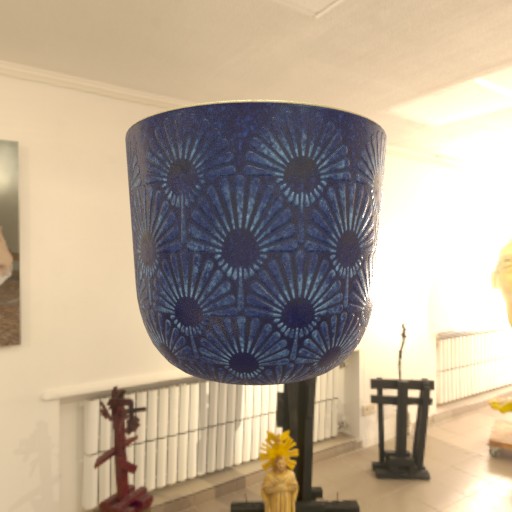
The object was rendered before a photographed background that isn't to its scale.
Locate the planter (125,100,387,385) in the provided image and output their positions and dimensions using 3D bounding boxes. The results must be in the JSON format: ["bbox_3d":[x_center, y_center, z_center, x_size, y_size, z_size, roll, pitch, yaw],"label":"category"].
[{"bbox_3d":[0.000,0.000,0.300,0.170,0.153,0.170,0,0,0],"label":"planter"}]
